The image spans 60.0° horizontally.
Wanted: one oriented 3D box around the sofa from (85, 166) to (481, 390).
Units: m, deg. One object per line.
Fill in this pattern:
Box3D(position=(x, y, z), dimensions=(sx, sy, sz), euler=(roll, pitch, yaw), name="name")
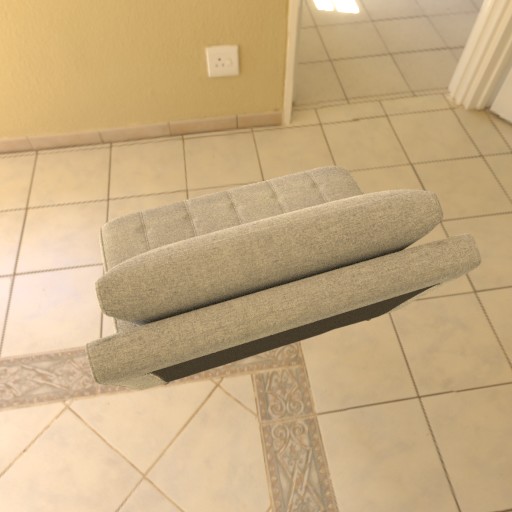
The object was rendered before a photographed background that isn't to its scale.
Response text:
Box3D(position=(0.000, 0.000, 1.791), dimensions=(1.220, 0.910, 0.910), euler=(-15, 58, -10), name="sofa")
